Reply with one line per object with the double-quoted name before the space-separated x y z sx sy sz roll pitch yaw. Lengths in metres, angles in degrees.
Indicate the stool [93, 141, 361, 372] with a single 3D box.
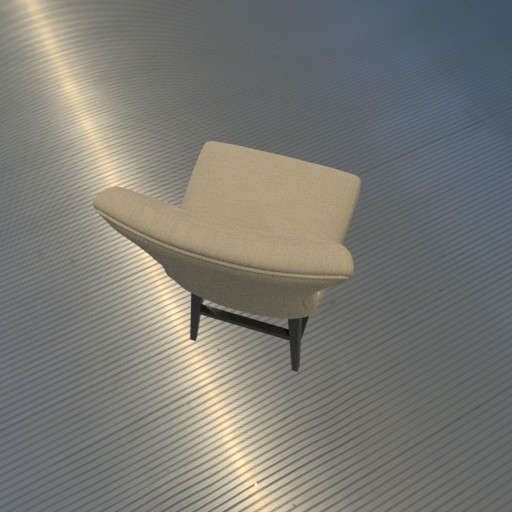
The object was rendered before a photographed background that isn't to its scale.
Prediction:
"stool" 0.000 0.000 1.385 0.514 1.086 0.574 15 64 8
